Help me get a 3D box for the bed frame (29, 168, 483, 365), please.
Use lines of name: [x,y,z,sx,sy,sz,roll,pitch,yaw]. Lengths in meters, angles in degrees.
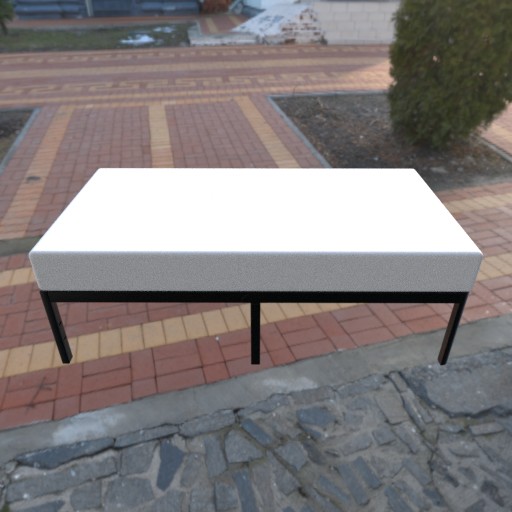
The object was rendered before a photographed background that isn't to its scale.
bed frame: [0.000,0.000,2.476,1.950,0.659,1.023,0,32,0]
